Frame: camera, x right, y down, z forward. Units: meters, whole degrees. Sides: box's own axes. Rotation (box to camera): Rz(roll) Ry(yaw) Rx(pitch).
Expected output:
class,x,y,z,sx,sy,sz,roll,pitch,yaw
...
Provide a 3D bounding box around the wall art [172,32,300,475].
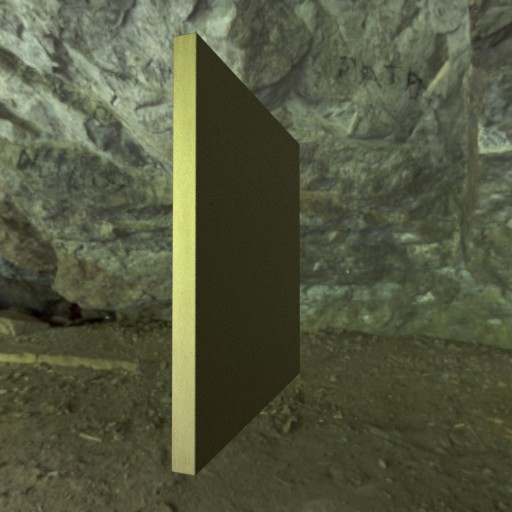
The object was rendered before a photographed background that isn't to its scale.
class,x,y,z,sx,sy,sz,roll,pitch,yaw
wall art,0.000,0.000,0.747,0.031,0.506,0.503,0,-1,19
